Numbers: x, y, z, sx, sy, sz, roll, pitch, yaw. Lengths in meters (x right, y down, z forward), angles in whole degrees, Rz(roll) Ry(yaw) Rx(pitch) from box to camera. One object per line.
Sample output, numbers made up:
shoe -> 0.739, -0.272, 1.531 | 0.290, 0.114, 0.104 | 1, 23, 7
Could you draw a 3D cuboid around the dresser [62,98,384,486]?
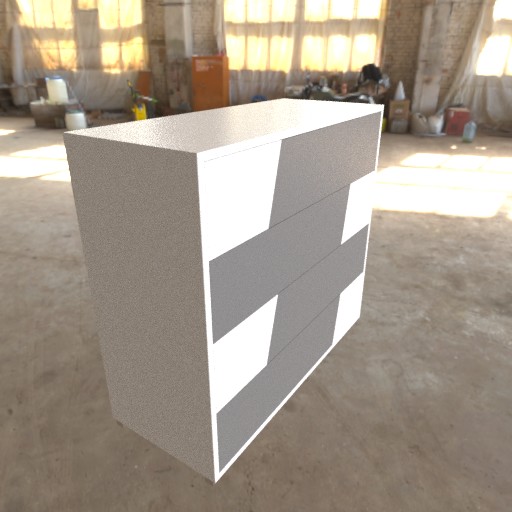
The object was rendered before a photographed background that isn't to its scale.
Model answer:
dresser -> 0.000, 0.000, 1.644 | 0.460, 1.000, 1.100 | 16, 29, 31
